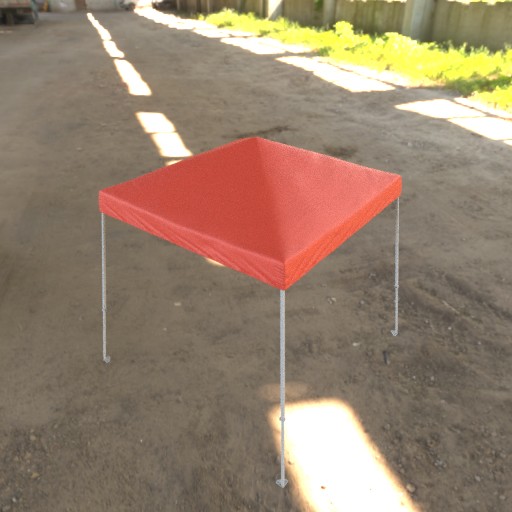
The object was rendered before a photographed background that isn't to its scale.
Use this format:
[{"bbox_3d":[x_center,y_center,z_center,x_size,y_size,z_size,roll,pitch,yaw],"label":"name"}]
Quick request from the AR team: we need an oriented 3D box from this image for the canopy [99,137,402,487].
[{"bbox_3d":[0.000,0.000,5.275,2.849,2.850,2.850,22,37,31],"label":"canopy"}]
